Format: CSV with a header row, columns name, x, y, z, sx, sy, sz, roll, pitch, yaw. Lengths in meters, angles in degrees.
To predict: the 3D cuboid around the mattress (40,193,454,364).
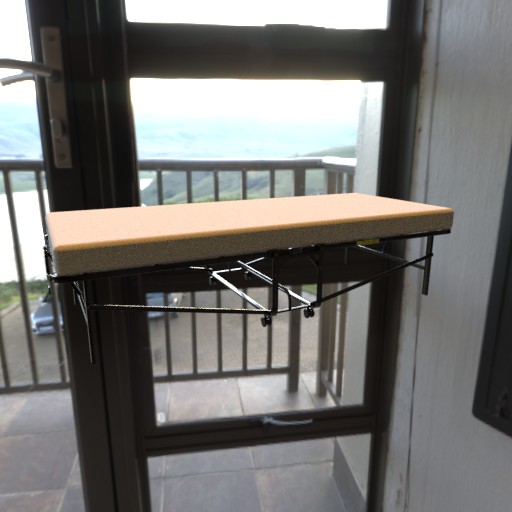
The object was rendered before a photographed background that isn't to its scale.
name,x,y,z,sx,sy,sz,roll,pitch,yaw
mattress,0.000,0.000,2.503,2.153,0.519,0.922,-7,16,-25
